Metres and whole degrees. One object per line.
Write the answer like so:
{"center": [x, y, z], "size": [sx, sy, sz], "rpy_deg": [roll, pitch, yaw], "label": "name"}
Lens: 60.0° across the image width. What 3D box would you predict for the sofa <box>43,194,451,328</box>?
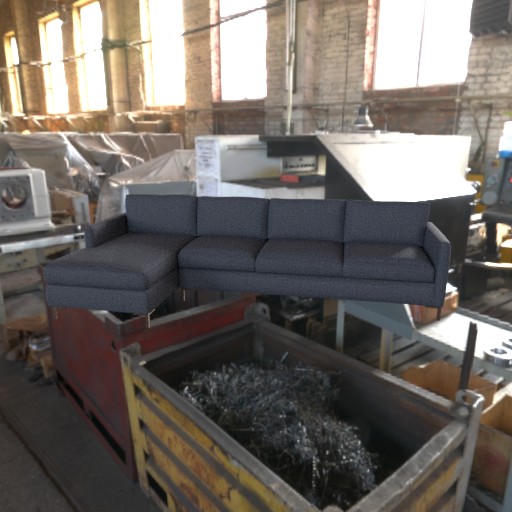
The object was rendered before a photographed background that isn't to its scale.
{"center": [0.000, 0.000, 2.979], "size": [2.445, 0.673, 1.125], "rpy_deg": [3, 16, 11], "label": "sofa"}
